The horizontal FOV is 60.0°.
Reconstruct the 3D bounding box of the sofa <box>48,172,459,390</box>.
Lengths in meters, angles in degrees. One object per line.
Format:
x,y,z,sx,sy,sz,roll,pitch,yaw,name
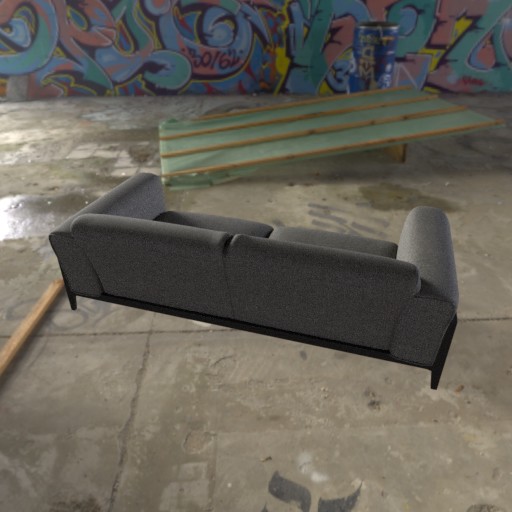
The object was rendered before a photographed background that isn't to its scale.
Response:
0.000,0.000,2.608,2.125,0.703,0.985,9,33,15,sofa
